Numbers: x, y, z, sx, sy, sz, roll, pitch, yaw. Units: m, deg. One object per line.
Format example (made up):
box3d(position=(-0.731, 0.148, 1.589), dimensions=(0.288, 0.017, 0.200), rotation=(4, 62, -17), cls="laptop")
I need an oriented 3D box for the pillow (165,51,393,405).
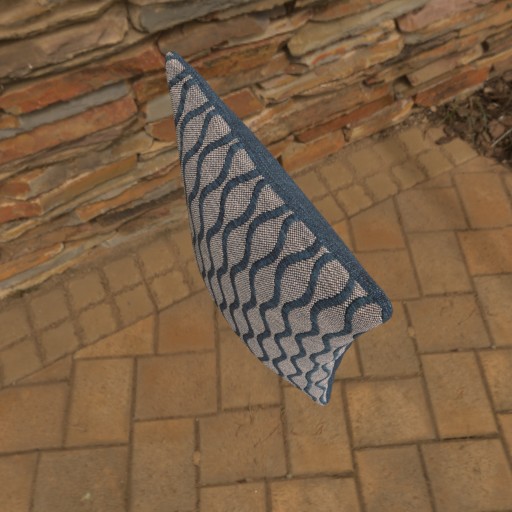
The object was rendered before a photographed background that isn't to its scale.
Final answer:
box3d(position=(0.000, 0.000, 0.668), dimensions=(0.159, 0.435, 0.435), rotation=(-30, 66, -15), cls="pillow")
